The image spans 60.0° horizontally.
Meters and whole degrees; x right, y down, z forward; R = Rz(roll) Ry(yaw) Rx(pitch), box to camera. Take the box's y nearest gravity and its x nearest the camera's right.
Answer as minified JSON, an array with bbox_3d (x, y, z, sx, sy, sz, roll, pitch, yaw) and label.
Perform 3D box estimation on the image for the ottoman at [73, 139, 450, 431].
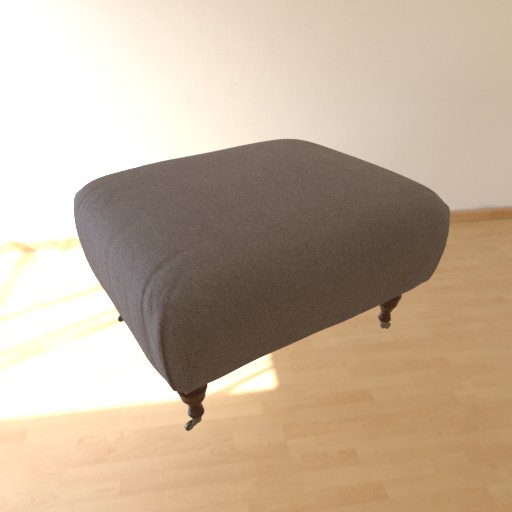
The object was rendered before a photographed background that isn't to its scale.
[{"bbox_3d":[0.000,0.000,1.121,0.747,0.450,0.622,-19,35,-28],"label":"ottoman"}]
